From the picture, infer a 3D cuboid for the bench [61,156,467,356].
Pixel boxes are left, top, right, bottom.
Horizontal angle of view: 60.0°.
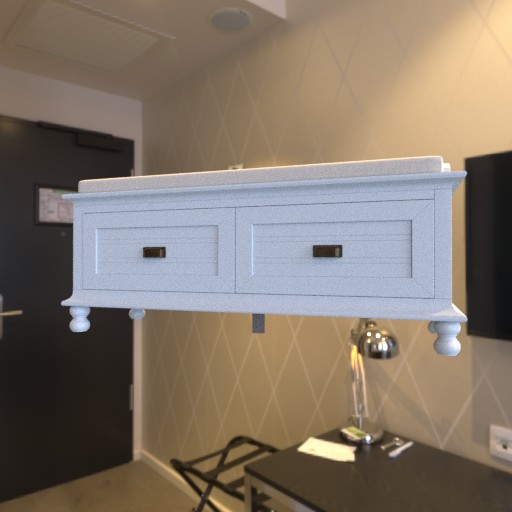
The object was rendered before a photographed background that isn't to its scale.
[{"bbox_3d":[0.000,0.000,1.422,1.185,0.486,0.402,0,-1,19],"label":"bench"}]
